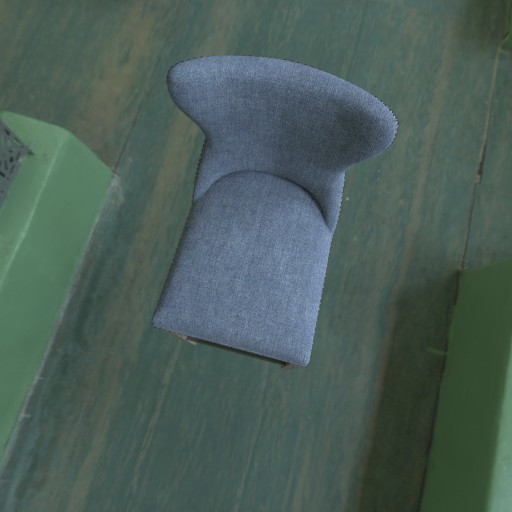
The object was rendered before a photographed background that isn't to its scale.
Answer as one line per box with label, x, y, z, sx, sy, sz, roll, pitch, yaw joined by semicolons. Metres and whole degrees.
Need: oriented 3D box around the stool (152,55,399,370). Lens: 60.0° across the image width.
stool;0.000;0.000;1.380;0.494;1.123;0.606;14;76;4
